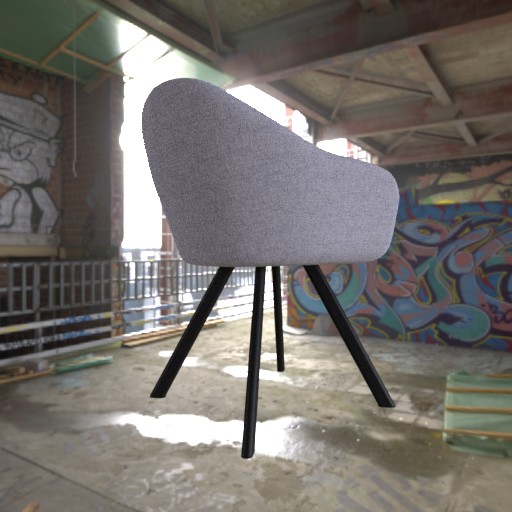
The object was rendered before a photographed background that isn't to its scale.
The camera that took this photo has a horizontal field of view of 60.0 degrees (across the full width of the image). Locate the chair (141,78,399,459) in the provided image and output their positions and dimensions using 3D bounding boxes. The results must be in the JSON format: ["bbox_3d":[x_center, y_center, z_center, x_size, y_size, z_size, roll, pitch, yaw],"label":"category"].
[{"bbox_3d":[0.000,0.000,1.156,0.570,0.780,0.540,-1,1,-37],"label":"chair"}]
